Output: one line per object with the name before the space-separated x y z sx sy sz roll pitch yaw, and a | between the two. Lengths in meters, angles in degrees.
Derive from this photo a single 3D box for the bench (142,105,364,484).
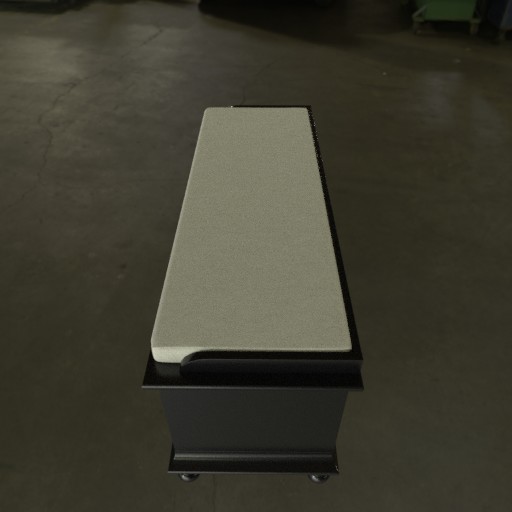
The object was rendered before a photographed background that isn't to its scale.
bench | 0.000 0.000 1.377 0.402 0.501 1.185 0 41 0
